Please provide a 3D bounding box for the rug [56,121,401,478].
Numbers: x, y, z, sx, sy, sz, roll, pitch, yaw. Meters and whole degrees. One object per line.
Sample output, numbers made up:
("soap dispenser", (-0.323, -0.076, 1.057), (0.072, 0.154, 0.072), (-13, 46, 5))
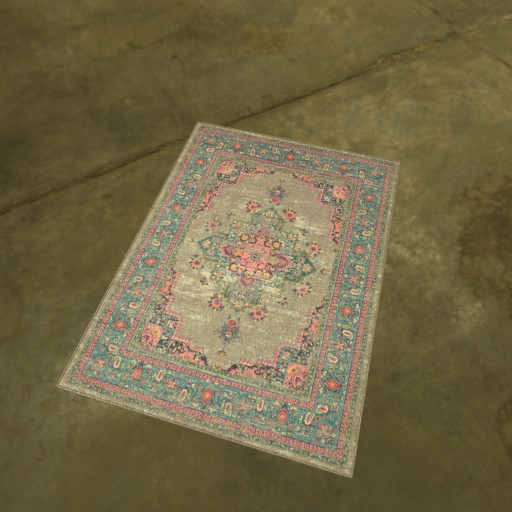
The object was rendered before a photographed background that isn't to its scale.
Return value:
("rug", (0.000, 0.000, 2.843), (1.609, 0.013, 2.214), (14, 58, 9))
